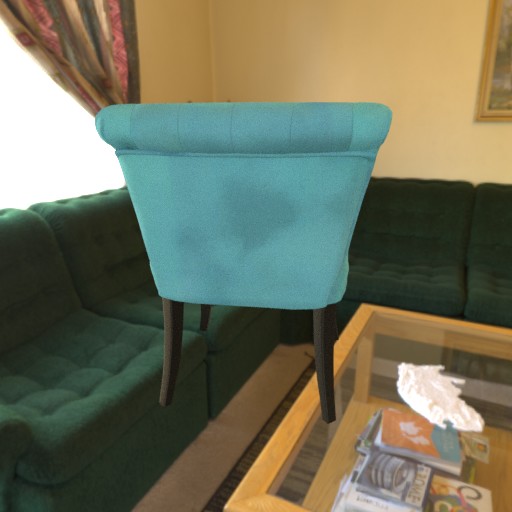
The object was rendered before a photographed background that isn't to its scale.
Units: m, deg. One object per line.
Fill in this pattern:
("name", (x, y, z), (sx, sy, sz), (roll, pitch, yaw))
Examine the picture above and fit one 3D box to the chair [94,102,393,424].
("chair", (0.000, 0.000, 1.178), (0.582, 0.750, 0.605), (2, 17, 8))
